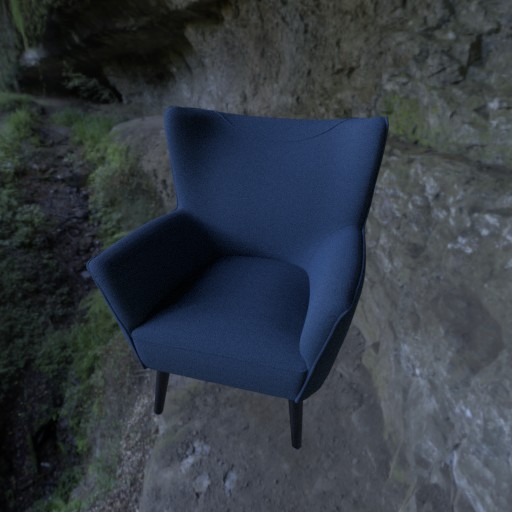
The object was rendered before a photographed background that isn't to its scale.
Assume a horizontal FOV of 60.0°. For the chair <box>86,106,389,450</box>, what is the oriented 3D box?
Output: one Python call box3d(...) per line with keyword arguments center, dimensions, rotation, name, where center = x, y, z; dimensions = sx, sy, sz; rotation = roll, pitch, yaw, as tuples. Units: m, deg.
box3d(center=(0.000, 0.000, 1.566), dimensions=(0.781, 0.933, 0.888), rotation=(8, 28, 15), name="chair")
